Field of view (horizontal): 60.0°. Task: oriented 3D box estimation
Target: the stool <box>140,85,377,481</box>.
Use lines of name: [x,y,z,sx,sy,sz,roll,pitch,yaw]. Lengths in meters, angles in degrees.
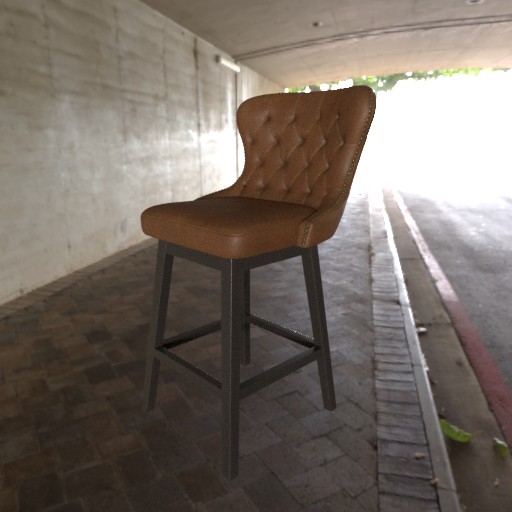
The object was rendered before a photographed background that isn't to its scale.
stool: [0.000,0.000,1.325,0.593,0.971,0.528,-14,20,-42]
